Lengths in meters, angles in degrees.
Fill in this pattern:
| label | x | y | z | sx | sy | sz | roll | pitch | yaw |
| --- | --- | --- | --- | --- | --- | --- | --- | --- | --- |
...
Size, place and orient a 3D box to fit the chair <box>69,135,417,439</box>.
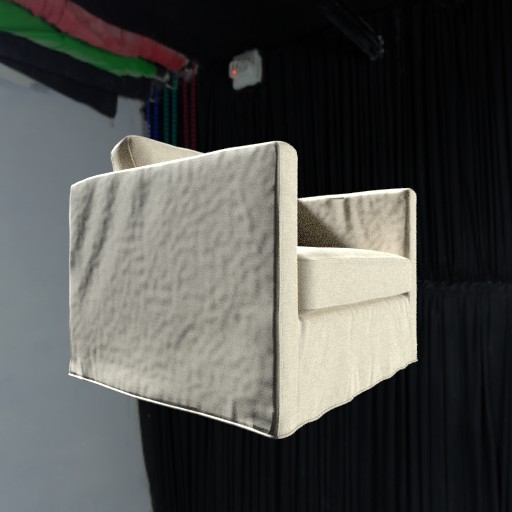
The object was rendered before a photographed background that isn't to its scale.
| label | x | y | z | sx | sy | sz | roll | pitch | yaw |
| --- | --- | --- | --- | --- | --- | --- | --- | --- | --- |
| chair | 0.000 | 0.000 | 1.721 | 0.949 | 0.867 | 1.057 | 0 | 0 | 37 |
